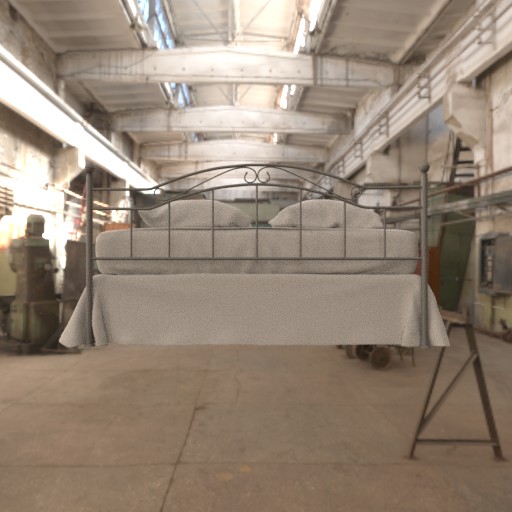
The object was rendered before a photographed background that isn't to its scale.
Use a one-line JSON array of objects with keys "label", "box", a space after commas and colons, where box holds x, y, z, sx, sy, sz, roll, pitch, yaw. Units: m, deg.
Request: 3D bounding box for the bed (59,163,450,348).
[{"label": "bed", "box": [0.000, 0.000, 3.667, 2.309, 1.080, 2.220, 0, 0, 1]}]
